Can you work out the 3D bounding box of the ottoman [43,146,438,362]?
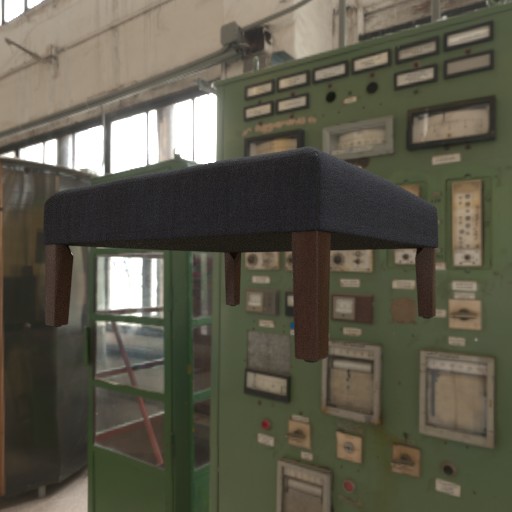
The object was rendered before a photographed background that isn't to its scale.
[{"bbox_3d":[0.000,0.000,1.381,0.889,0.411,0.890,-1,-2,35],"label":"ottoman"}]
